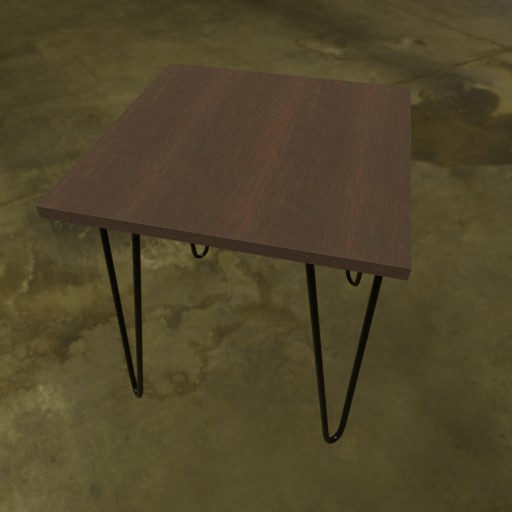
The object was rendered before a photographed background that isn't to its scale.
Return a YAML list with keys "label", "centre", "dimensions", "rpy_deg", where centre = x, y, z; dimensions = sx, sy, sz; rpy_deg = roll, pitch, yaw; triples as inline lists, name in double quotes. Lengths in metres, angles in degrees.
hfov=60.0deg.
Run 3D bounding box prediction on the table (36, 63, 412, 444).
- label: "table"
  centre: [0.000, 0.000, 0.927]
  dimensions: [0.495, 0.559, 0.495]
  rpy_deg: [10, 46, 10]
